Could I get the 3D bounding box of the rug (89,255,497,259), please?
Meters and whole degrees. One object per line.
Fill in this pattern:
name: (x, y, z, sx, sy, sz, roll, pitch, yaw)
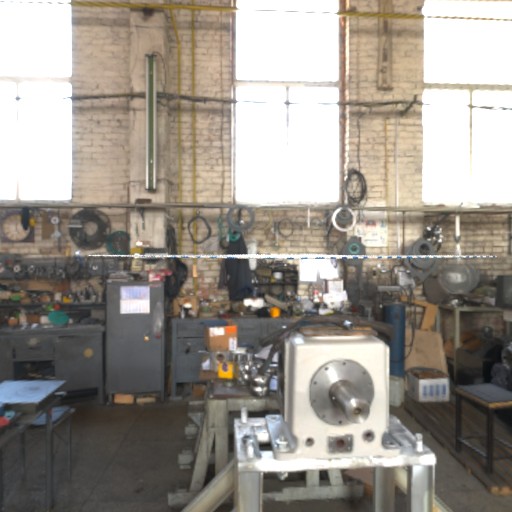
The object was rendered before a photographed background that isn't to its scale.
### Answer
rug: (0.000, 0.000, 2.995, 1.531, 0.008, 2.439, 0, 0, -36)
